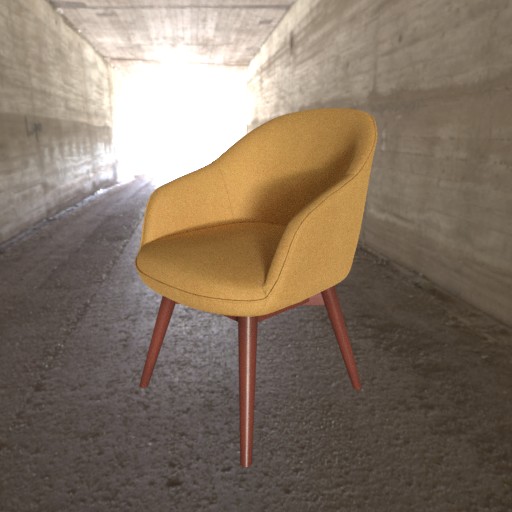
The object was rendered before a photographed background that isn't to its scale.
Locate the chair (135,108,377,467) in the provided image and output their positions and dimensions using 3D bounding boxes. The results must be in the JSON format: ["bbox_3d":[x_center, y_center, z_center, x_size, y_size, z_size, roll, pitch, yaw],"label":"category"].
[{"bbox_3d":[0.000,0.000,1.269,0.635,0.823,0.596,-15,21,-42],"label":"chair"}]
